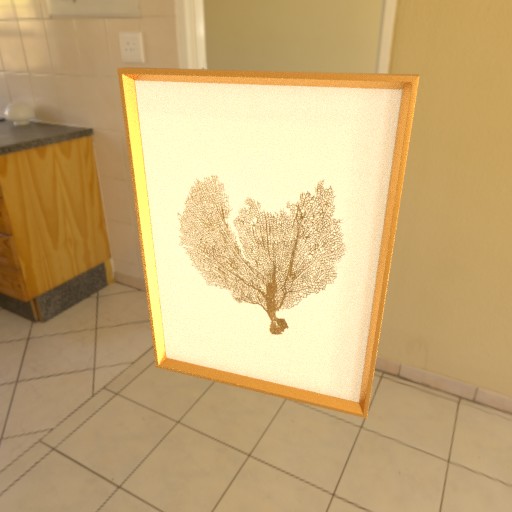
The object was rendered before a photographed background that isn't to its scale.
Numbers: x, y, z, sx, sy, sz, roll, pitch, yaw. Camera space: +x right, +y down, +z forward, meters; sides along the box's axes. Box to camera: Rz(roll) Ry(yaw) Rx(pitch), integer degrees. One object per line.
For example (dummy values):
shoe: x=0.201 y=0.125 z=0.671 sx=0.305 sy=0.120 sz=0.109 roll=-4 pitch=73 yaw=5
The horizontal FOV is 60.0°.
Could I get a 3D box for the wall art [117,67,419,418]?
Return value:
wall art: x=0.000 y=0.000 z=1.052 sx=0.610 sy=0.812 sz=0.038 roll=9 pitch=28 yaw=17
